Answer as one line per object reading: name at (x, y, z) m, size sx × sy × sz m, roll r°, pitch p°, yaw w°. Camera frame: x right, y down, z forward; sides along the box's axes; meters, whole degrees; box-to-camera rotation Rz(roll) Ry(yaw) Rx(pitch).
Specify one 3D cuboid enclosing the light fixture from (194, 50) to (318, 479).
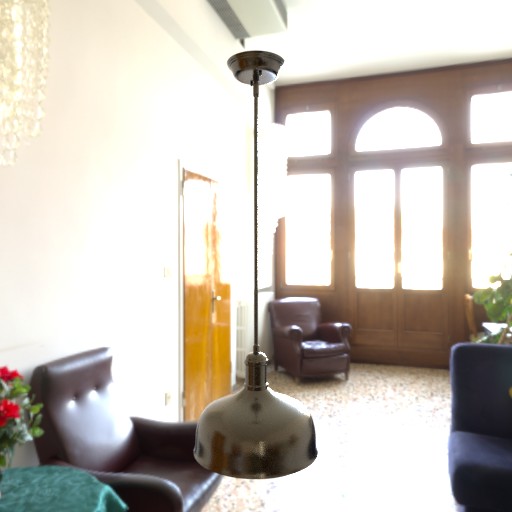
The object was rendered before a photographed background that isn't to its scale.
light fixture at (0.000, 0.000, 1.077) m, size 0.299 × 0.935 × 0.299 m, roll 0°, pitch 0°, yaw -18°
